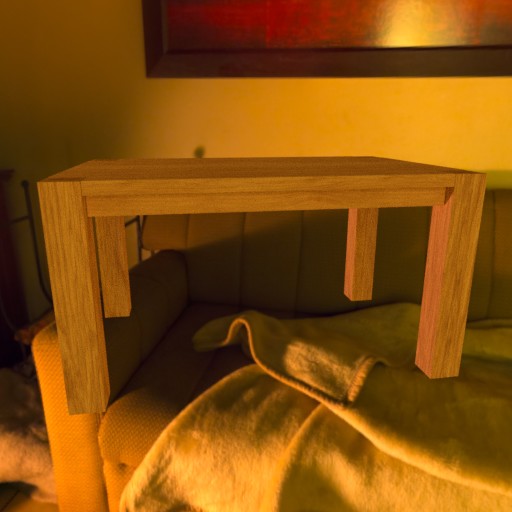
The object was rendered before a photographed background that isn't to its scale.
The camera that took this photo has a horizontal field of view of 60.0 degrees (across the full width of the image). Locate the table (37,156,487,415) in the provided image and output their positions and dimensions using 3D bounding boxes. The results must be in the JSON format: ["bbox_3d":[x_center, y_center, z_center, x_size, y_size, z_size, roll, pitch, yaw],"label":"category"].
[{"bbox_3d":[0.000,0.000,1.882,1.400,0.760,0.900,-3,17,-9],"label":"table"}]
